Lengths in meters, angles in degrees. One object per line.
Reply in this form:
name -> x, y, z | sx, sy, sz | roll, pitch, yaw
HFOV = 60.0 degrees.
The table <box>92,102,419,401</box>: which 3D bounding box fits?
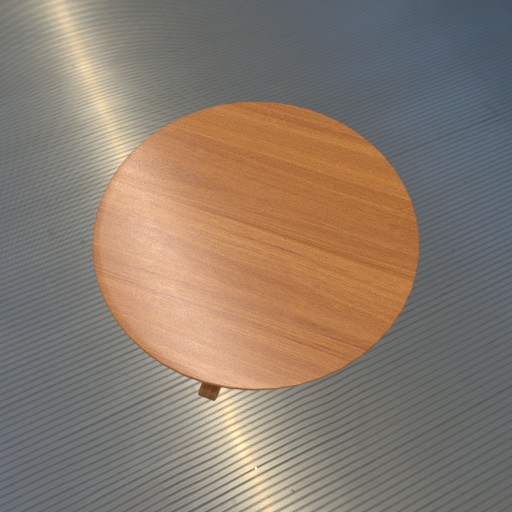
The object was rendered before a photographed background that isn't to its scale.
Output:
table -> 0.000, 0.000, 1.624 | 1.029, 0.490, 1.029 | 0, 64, 0
